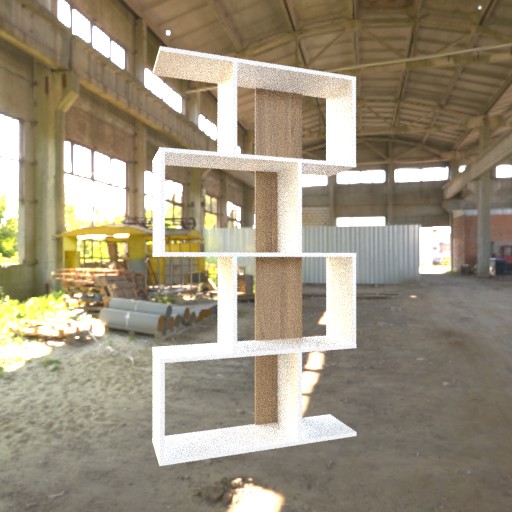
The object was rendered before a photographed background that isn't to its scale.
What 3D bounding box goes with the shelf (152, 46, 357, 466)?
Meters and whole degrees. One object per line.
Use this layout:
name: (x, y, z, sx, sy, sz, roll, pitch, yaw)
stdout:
shelf: (0.000, 0.000, 2.007, 0.890, 1.650, 0.250, 0, 0, -19)
